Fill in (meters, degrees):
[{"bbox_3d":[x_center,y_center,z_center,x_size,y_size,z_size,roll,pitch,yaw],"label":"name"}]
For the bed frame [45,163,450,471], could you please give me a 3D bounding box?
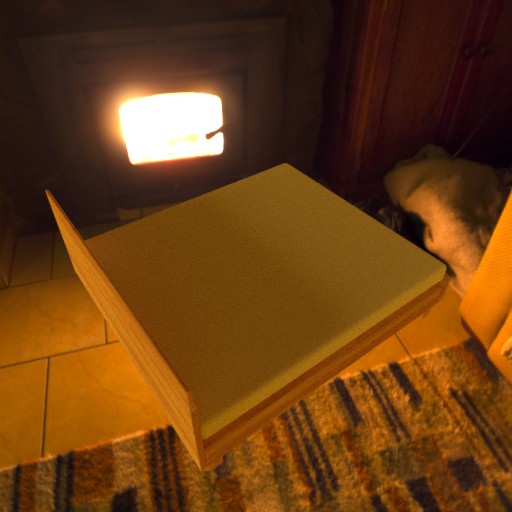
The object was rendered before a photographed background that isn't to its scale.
[{"bbox_3d":[0.000,0.000,3.147,2.092,0.940,1.872,-26,48,-26],"label":"bed frame"}]
